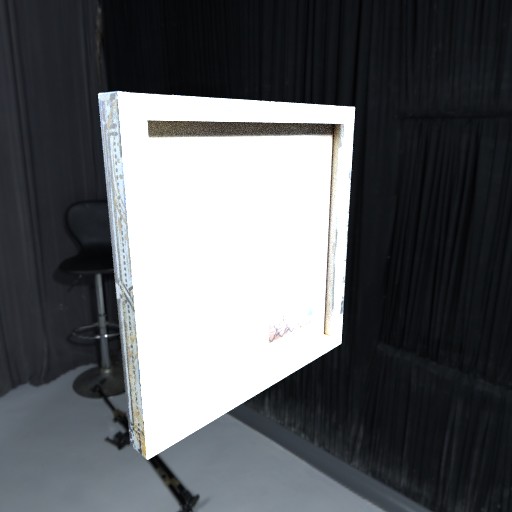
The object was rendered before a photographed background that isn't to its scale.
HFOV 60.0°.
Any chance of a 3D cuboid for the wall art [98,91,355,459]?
[{"bbox_3d":[0.000,0.000,0.622,0.038,0.410,0.411,15,22,42],"label":"wall art"}]
